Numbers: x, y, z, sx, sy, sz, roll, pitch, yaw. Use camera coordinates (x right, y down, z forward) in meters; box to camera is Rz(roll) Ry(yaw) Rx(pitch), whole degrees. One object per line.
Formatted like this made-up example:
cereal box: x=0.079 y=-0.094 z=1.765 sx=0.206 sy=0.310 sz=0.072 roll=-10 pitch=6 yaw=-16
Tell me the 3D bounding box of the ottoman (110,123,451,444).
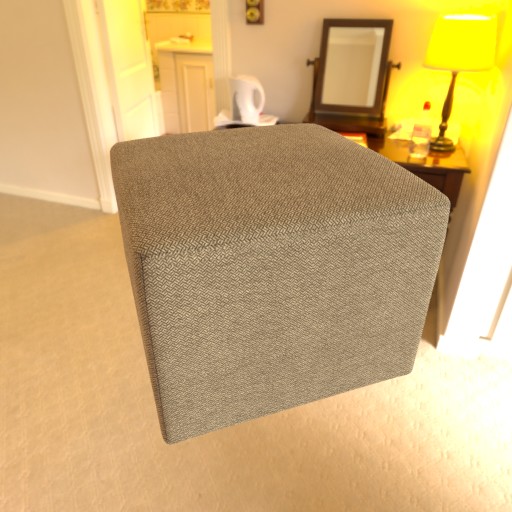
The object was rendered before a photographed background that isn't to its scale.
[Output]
ottoman: x=0.000 y=0.000 z=0.940 sx=0.519 sy=0.453 sz=0.512 roll=-10 pitch=33 yaw=-17
